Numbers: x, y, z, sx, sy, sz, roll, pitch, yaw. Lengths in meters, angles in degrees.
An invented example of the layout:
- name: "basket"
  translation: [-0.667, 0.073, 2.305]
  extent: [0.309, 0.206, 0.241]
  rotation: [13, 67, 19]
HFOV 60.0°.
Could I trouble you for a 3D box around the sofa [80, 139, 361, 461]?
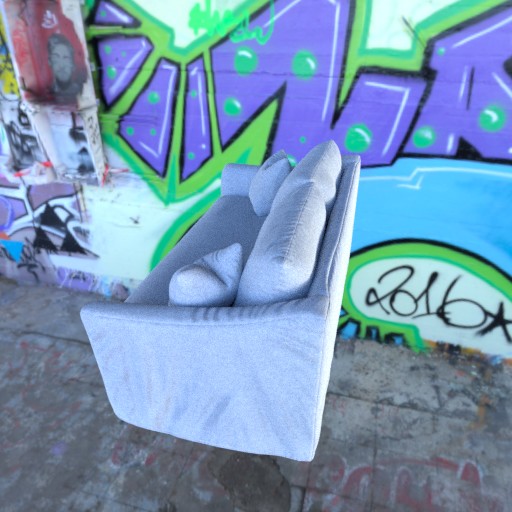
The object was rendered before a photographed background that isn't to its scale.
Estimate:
- name: "sofa"
  translation: [0.000, 0.000, 2.675]
  extent: [1.072, 1.018, 2.010]
  rotation: [8, 31, 13]
